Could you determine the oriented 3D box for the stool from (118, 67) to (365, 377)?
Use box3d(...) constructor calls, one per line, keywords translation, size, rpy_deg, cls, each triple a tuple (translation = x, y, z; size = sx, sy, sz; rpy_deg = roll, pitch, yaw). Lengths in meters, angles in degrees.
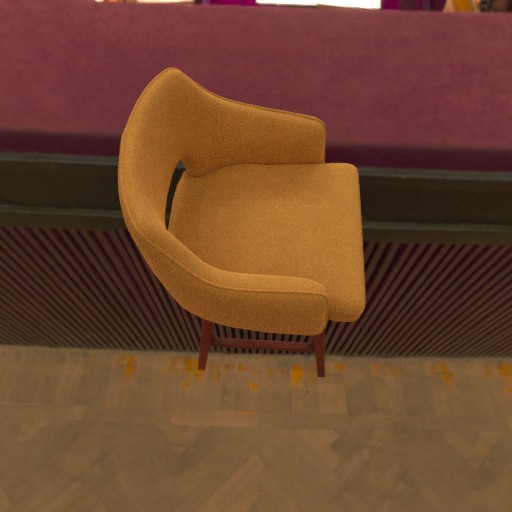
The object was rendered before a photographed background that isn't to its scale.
box3d(translation=(0.000, 0.000, 1.324), size=(0.558, 1.012, 0.548), rpy_deg=(3, 63, 2), cls="stool")
